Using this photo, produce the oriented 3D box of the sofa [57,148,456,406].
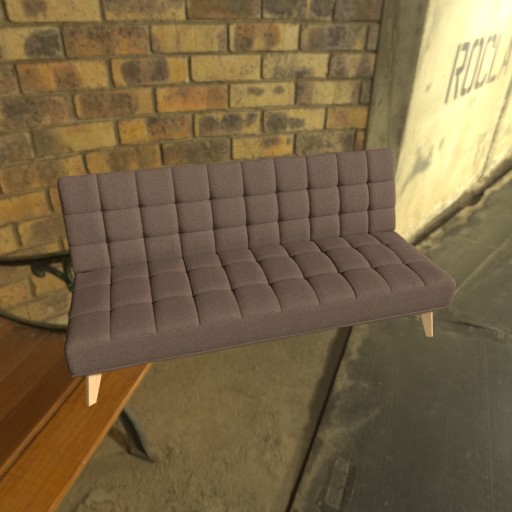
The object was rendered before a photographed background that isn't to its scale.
[{"bbox_3d":[0.000,0.000,2.248,1.800,0.810,0.860,-8,31,-13],"label":"sofa"}]
